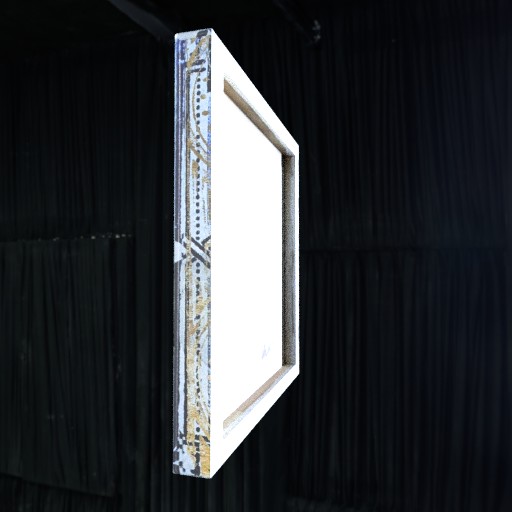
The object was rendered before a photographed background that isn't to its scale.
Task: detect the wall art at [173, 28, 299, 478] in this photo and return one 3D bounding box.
[{"bbox_3d":[0.000,0.000,0.604,0.038,0.410,0.411,0,-2,17],"label":"wall art"}]
